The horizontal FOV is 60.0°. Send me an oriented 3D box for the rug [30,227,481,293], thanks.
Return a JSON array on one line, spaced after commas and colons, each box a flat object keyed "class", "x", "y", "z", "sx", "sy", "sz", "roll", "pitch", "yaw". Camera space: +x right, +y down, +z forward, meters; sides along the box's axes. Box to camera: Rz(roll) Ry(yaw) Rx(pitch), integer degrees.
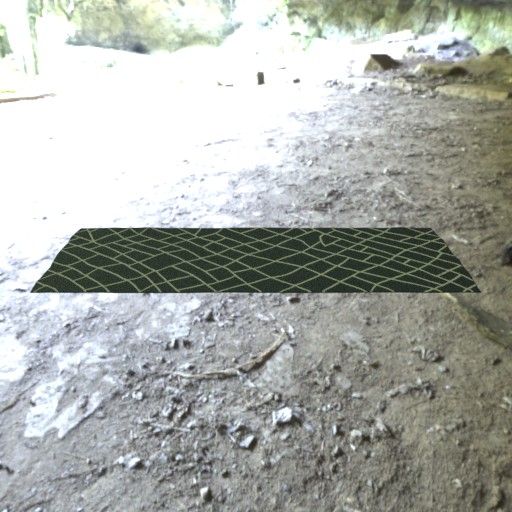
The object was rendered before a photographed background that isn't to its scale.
[{"class": "rug", "x": 0.000, "y": 0.000, "z": 2.745, "sx": 2.476, "sy": 0.010, "sz": 0.807, "roll": 0, "pitch": 30, "yaw": 0}]
